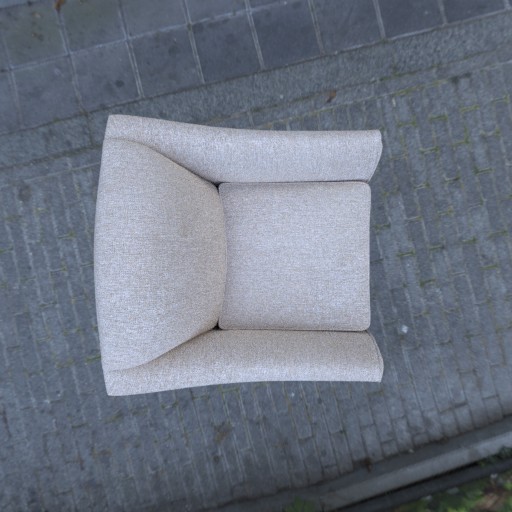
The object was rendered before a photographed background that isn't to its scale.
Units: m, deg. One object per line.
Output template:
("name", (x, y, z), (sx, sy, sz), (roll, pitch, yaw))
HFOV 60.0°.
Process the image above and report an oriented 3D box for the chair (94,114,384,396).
("chair", (0.000, 0.000, 1.460), (0.787, 0.839, 0.763), (0, 89, 2))
